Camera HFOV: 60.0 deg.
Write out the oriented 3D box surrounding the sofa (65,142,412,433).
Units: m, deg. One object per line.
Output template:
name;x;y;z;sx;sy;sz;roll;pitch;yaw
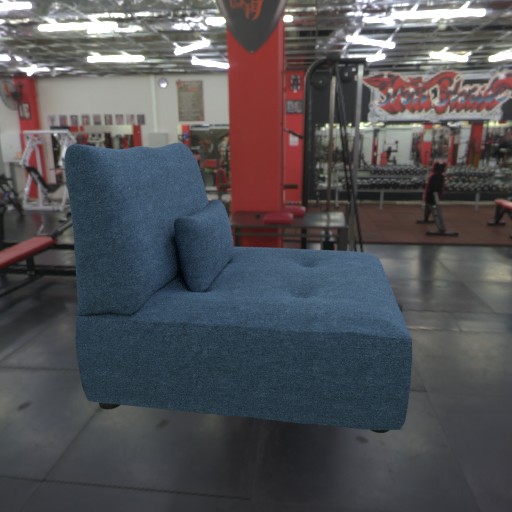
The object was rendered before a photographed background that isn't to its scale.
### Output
sofa;0.000;0.000;1.665;1.000;0.820;0.930;2;15;9
